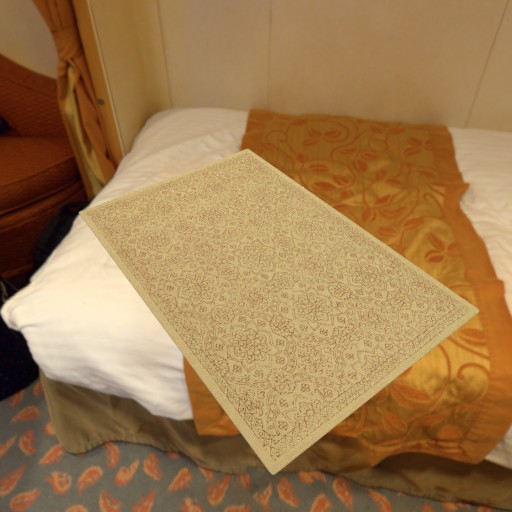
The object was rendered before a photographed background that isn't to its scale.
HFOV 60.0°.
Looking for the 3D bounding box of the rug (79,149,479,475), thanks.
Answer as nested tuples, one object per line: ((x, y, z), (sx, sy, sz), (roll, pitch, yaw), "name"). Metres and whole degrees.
((0.000, 0.000, 2.314), (1.219, 0.010, 1.829), (-27, 50, -26), "rug")
